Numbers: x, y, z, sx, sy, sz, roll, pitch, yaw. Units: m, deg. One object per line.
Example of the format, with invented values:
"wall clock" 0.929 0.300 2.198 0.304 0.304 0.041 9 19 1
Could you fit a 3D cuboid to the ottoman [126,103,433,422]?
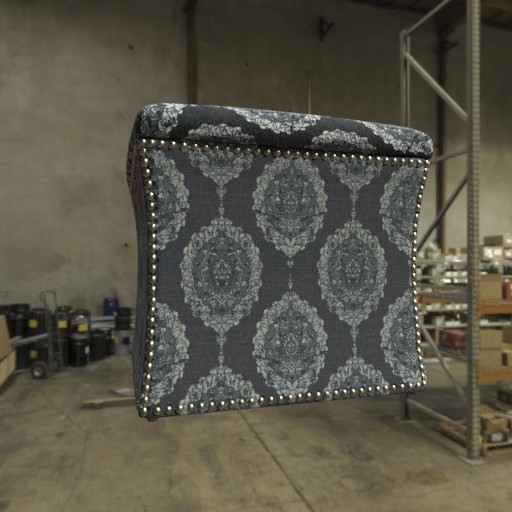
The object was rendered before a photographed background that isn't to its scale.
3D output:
"ottoman" 0.000 0.000 0.902 0.507 0.475 0.497 0 -1 -17
